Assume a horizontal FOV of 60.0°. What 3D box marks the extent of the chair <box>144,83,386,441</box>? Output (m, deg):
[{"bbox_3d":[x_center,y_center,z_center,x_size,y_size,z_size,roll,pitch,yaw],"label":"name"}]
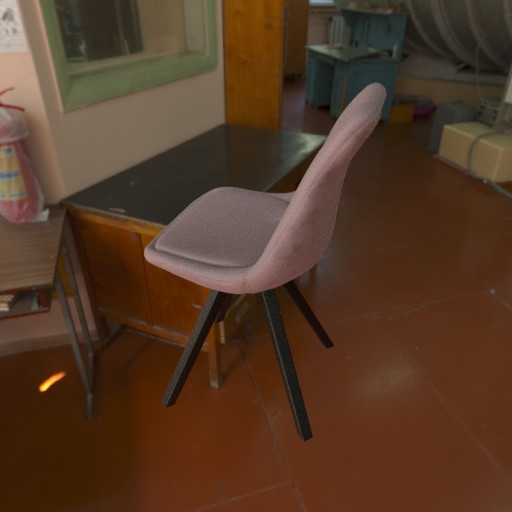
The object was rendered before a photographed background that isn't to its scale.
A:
[{"bbox_3d":[0.000,0.000,1.190,0.547,0.865,0.483,9,33,15],"label":"chair"}]
